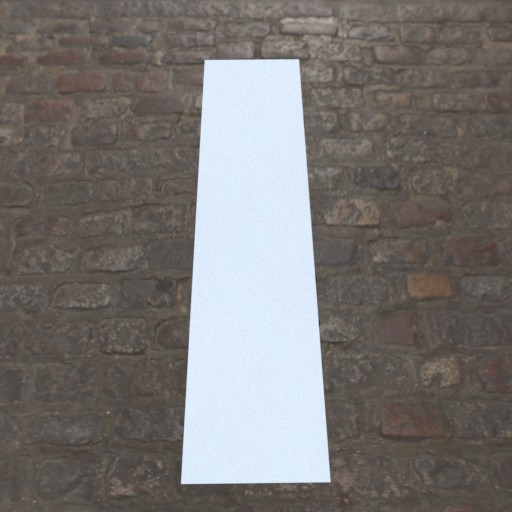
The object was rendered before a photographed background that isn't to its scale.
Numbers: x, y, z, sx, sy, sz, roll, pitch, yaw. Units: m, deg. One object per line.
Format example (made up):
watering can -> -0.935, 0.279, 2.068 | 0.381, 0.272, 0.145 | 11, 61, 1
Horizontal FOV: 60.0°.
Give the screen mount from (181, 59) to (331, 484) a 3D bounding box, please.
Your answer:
screen mount -> 0.000, 0.000, 1.767 | 0.418, 0.520, 1.600 | -1, 64, 0
